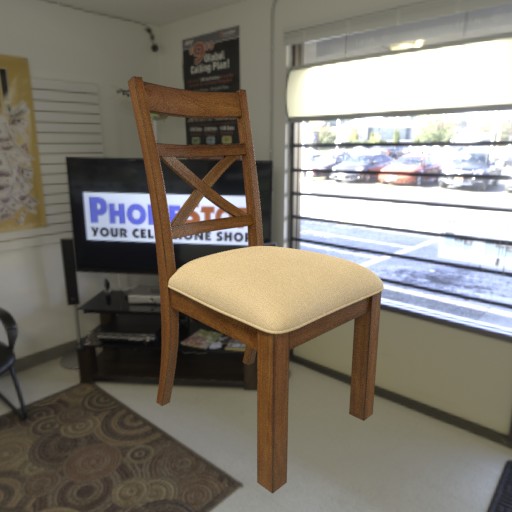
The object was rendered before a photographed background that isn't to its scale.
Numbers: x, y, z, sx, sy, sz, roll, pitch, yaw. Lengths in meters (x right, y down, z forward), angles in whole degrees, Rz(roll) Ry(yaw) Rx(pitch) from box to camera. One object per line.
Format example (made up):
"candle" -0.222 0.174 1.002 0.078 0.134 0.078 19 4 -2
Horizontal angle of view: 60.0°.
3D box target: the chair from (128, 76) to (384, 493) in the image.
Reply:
"chair" 0.000 0.000 1.238 0.581 0.949 0.461 13 19 43
